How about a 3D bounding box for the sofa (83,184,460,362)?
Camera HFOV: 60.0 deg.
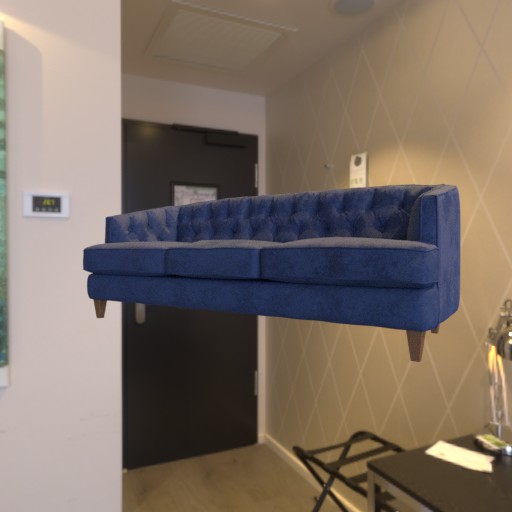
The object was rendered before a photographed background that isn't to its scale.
[{"bbox_3d":[0.000,0.000,2.731,2.278,0.855,0.941,0,1,34],"label":"sofa"}]
